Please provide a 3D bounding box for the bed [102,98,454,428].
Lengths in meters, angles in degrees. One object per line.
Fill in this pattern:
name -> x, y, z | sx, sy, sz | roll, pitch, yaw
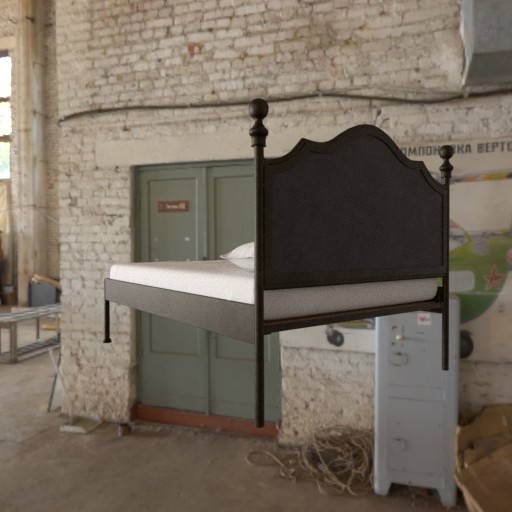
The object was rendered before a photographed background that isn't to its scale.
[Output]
bed -> 0.000, 0.000, 3.337 | 1.642, 1.499, 2.224 | -1, 2, -37
